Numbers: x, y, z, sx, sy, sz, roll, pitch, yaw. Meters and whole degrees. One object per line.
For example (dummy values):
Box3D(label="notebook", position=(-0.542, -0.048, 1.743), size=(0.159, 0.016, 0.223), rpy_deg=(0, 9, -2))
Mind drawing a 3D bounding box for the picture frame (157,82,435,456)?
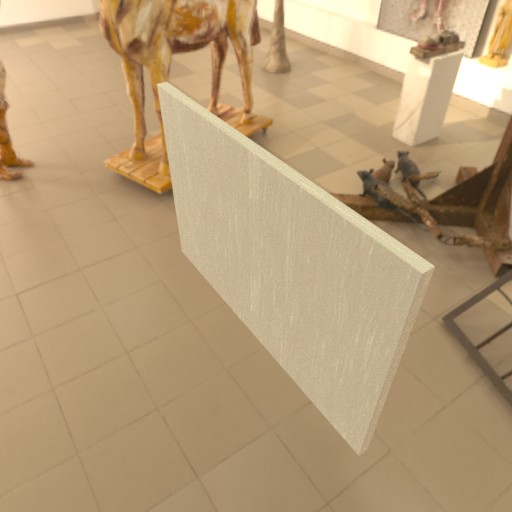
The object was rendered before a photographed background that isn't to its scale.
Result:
Box3D(label="picture frame", position=(0.000, 0.000, 1.199), size=(0.029, 0.640, 0.950), rpy_deg=(-25, 48, -25))
